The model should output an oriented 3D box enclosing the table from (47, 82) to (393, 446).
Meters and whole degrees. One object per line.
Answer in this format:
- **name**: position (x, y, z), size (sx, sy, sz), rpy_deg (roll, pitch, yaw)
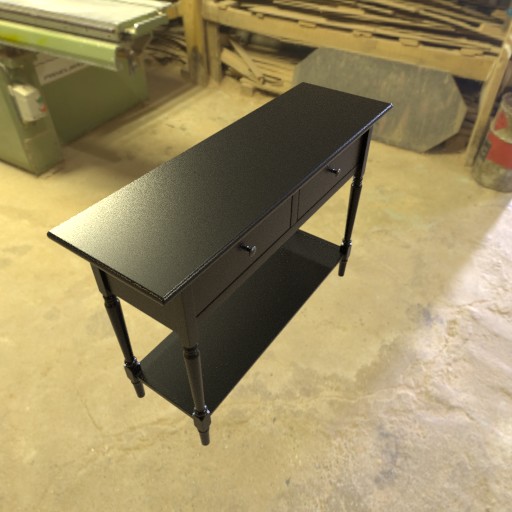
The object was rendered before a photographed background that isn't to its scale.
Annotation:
- **table**: position (0.000, 0.000, 1.603), size (0.386, 0.819, 1.191), rpy_deg (25, 47, 26)
